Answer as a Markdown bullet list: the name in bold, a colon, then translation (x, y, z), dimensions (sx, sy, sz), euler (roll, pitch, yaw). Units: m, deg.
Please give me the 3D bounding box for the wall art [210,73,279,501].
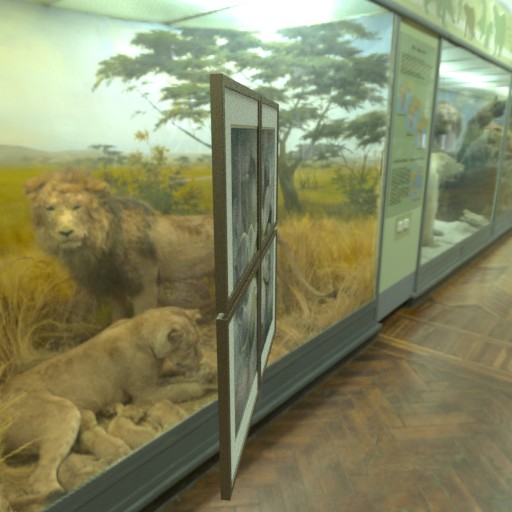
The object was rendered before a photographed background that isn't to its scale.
- **wall art**: translation (0.000, 0.000, 1.501), dimensions (0.030, 1.032, 1.032), euler (2, 16, 9)
